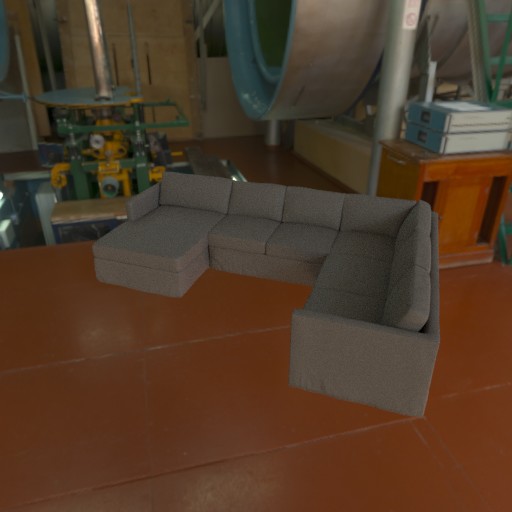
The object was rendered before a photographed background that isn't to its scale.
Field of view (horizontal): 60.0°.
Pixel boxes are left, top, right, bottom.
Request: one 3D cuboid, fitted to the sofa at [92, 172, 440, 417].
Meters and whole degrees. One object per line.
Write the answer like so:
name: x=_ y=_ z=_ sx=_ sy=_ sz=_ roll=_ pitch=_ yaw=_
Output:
sofa: x=0.000 y=0.000 z=4.566 sx=3.528 sy=0.878 sz=2.476 roll=10 pitch=29 yaw=17
